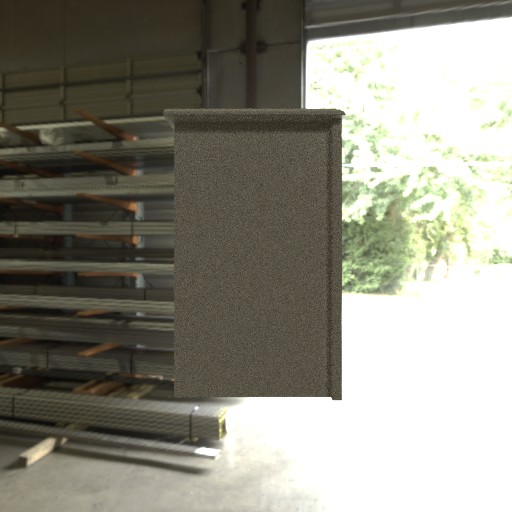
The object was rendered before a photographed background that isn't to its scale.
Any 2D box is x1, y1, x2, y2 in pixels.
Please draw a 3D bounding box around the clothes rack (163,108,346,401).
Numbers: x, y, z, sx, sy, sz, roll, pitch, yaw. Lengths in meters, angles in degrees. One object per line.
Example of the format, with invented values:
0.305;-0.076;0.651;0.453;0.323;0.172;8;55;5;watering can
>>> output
0.000;0.000;1.346;0.324;0.531;1.120;0;0;0;clothes rack
